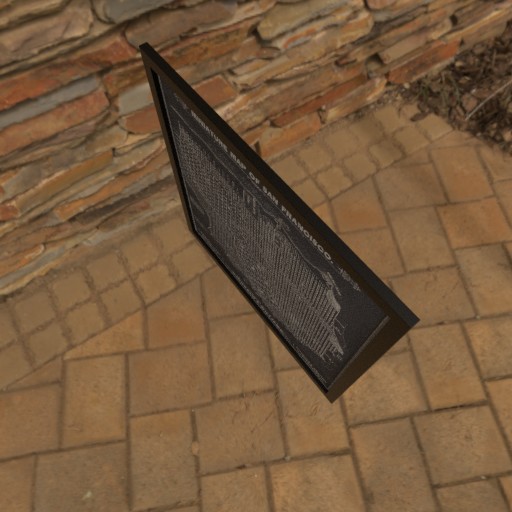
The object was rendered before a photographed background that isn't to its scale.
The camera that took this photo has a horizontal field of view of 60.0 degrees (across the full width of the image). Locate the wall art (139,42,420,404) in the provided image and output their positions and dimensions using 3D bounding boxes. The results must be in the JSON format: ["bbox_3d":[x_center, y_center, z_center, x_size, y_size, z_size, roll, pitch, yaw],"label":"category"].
[{"bbox_3d":[0.000,0.000,0.675,0.012,0.458,0.457,-35,69,-16],"label":"wall art"}]
